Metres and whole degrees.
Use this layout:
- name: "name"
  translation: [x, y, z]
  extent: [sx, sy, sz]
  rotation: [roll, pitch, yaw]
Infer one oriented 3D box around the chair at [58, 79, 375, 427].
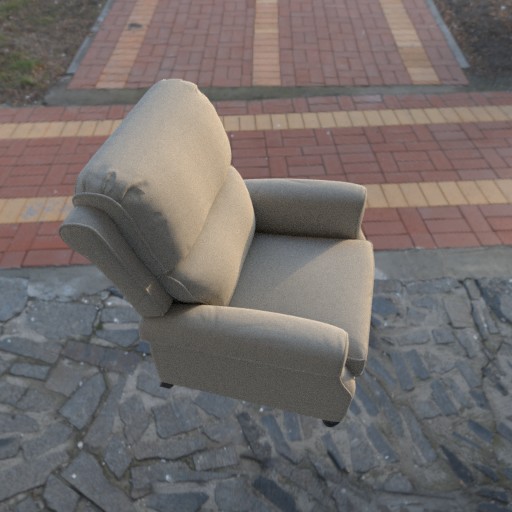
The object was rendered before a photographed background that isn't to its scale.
- name: "chair"
  translation: [0.000, 0.000, 1.670]
  extent: [0.919, 1.046, 0.859]
  rotation: [10, 49, 9]
